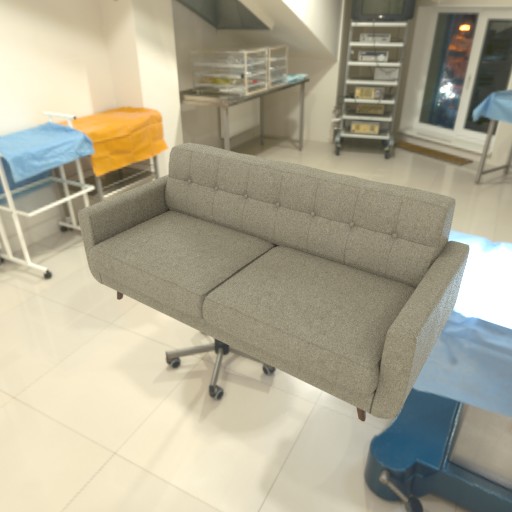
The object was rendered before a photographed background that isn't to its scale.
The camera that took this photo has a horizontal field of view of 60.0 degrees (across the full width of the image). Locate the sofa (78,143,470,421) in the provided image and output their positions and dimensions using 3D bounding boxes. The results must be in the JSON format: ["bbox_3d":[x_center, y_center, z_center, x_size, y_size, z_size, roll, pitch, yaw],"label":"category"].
[{"bbox_3d":[0.000,0.000,2.542,2.055,0.873,0.968,19,35,30],"label":"sofa"}]
